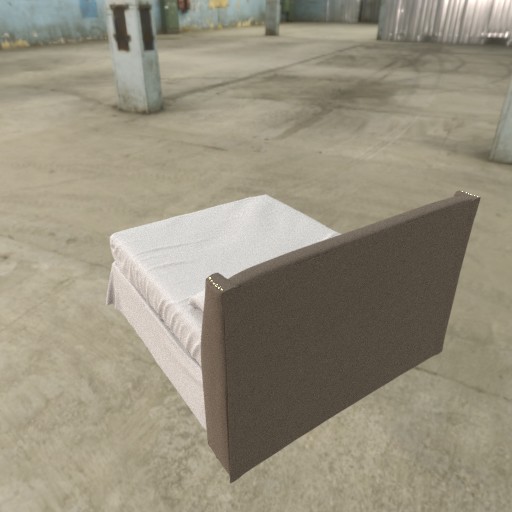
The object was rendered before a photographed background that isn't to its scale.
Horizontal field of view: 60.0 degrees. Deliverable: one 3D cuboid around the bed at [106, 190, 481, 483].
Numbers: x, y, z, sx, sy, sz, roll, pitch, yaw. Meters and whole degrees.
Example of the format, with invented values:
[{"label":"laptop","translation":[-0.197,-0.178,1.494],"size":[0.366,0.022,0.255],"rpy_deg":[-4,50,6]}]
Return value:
[{"label":"bed","translation":[0.000,0.000,3.433],"size":[1.925,1.332,2.276],"rpy_deg":[-18,34,-30]}]
